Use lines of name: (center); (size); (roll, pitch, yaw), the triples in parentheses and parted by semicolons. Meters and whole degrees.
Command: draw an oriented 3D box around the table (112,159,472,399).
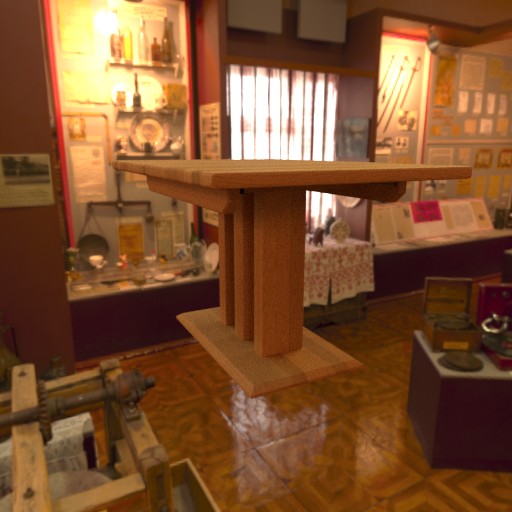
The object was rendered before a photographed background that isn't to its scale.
table: (0.000, 0.000, 1.869); (0.900, 0.770, 1.300); (-7, 15, -26)
